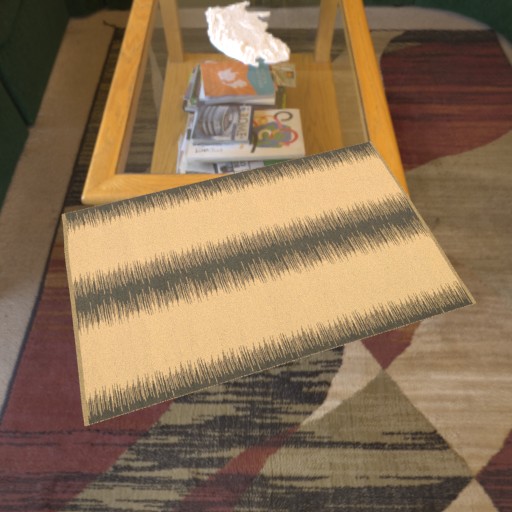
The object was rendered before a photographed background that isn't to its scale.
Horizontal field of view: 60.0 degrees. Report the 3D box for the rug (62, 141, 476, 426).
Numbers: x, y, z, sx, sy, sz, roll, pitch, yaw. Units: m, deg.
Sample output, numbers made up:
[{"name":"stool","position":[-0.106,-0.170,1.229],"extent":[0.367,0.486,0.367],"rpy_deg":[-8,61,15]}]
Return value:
[{"name":"rug","position":[0.000,0.000,2.991],"extent":[2.453,0.003,1.519],"rpy_deg":[-15,59,-9]}]
